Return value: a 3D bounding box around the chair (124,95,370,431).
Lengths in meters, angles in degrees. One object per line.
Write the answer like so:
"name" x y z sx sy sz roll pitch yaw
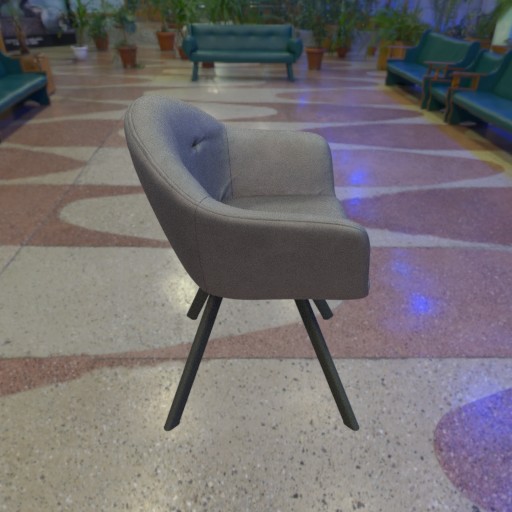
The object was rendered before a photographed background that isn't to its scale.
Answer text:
"chair" 0.000 0.000 1.154 0.544 0.781 0.567 0 32 0
